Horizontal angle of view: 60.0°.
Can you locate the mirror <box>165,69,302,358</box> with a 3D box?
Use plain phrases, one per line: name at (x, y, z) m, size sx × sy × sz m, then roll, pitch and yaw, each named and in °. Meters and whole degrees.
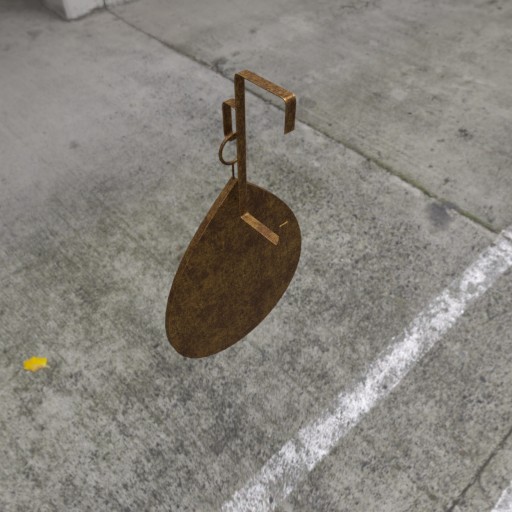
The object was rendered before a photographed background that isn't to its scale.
mirror at (0.000, 0.000, 0.903) m, size 0.405 × 0.744 × 0.144 m, roll -34°, pitch 56°, yaw -27°
